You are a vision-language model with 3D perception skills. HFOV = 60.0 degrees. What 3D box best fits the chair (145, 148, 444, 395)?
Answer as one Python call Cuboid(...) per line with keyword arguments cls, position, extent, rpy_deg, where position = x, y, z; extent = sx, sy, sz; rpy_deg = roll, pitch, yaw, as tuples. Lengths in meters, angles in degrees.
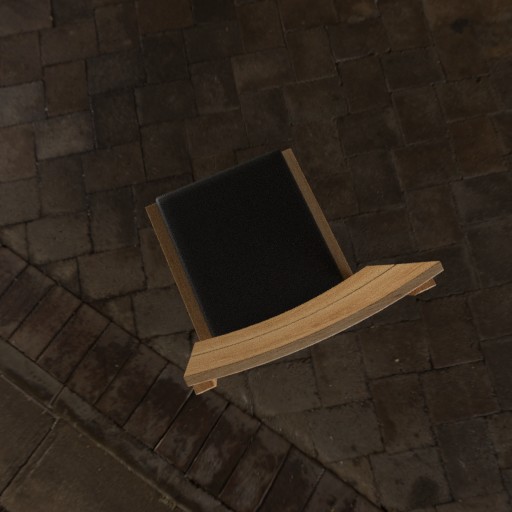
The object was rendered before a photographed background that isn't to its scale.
Cuboid(cls="chair", position=(0.000, 0.000, 1.256), extent=(0.475, 0.950, 0.569), rpy_deg=(-23, 77, -6))
